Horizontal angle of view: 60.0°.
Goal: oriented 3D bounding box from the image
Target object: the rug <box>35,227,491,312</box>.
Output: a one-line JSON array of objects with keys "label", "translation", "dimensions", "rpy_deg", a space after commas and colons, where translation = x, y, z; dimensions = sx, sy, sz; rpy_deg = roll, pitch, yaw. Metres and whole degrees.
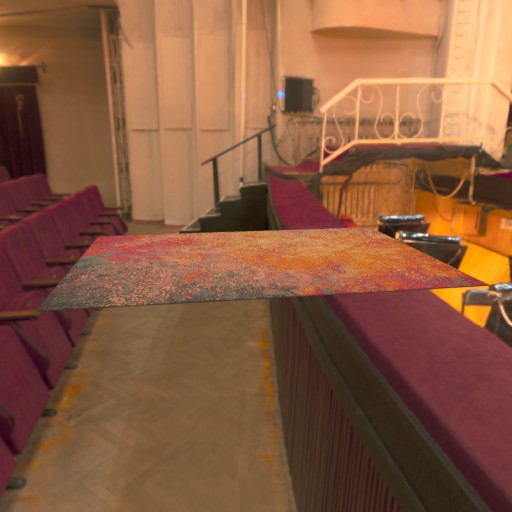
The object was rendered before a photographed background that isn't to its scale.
[{"label": "rug", "translation": [0.000, 0.000, 3.719], "dimensions": [2.896, 0.013, 2.007], "rpy_deg": [-2, 15, -9]}]
